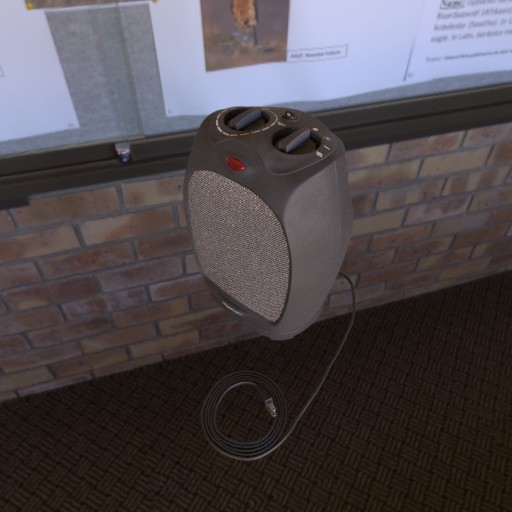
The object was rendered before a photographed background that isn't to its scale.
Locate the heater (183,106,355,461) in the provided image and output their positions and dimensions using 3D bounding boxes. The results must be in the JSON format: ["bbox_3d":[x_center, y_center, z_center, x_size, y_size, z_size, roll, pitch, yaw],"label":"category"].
[{"bbox_3d":[0.000,0.000,0.477,0.239,0.255,0.291,32,53,28],"label":"heater"}]
